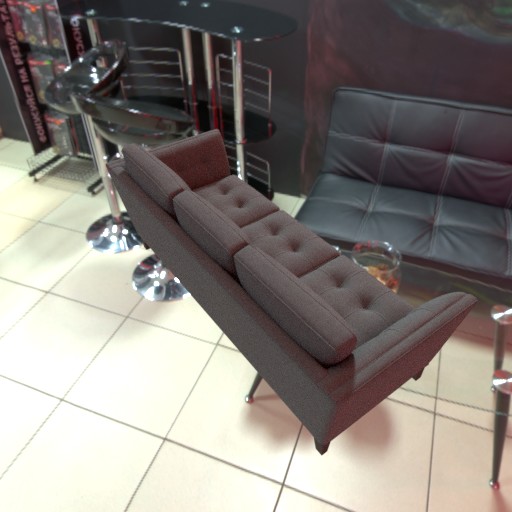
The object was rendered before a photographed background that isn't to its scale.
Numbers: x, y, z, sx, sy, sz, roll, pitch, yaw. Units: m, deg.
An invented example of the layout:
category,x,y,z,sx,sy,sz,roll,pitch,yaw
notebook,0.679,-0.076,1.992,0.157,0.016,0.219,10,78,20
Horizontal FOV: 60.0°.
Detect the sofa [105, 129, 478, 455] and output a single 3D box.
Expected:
category,x,y,z,sx,sy,sz,roll,pitch,yaw
sofa,0.000,0.000,2.880,0.965,0.940,2.387,-26,47,-27
